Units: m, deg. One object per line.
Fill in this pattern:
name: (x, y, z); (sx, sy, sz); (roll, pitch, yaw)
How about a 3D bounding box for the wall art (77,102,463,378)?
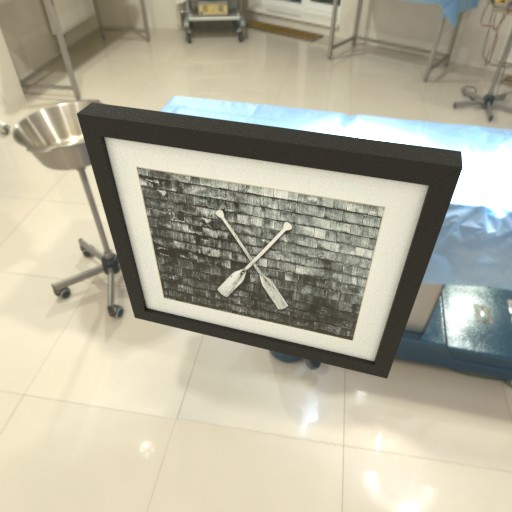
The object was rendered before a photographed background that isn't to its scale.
wall art: (0.000, 0.000, 0.544); (0.381, 0.330, 0.029); (11, 43, 12)
